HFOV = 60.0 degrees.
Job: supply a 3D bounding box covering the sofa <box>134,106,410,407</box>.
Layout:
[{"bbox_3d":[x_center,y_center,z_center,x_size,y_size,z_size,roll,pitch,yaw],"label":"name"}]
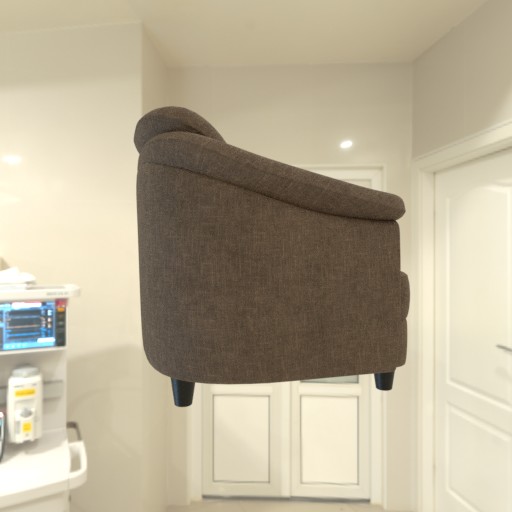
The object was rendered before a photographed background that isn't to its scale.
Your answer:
[{"bbox_3d":[0.000,0.000,1.499,0.794,0.811,0.870,0,0,-18],"label":"sofa"}]
